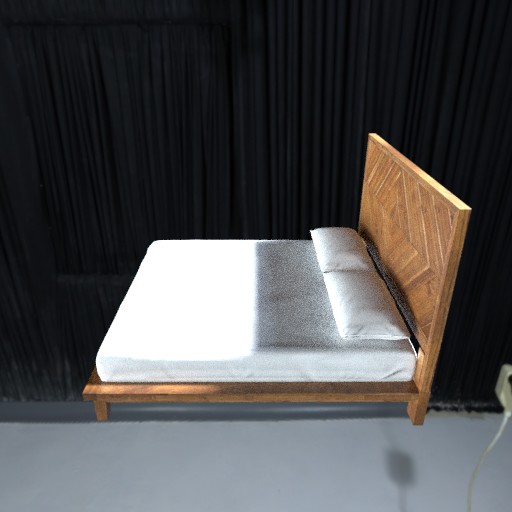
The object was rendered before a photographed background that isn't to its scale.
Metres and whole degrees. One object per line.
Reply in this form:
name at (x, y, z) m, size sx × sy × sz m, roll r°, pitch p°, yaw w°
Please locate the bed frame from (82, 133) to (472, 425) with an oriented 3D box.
bed frame at (0.000, 0.000, 3.548) m, size 2.235 × 1.537 × 2.038 m, roll 0°, pitch 26°, yaw 0°
